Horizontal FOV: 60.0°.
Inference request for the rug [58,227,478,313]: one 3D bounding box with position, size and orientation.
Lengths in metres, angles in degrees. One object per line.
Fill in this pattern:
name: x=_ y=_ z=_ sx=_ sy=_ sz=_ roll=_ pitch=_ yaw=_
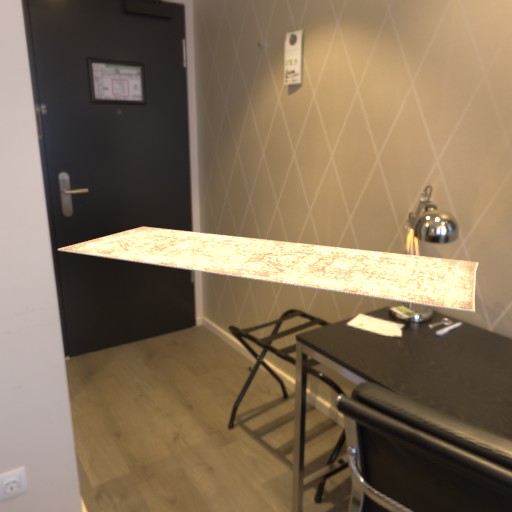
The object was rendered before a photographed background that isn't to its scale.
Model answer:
rug: x=0.000 y=0.000 z=2.715 sx=2.452 sy=0.017 sz=0.855 roll=7 pitch=16 yaw=25
